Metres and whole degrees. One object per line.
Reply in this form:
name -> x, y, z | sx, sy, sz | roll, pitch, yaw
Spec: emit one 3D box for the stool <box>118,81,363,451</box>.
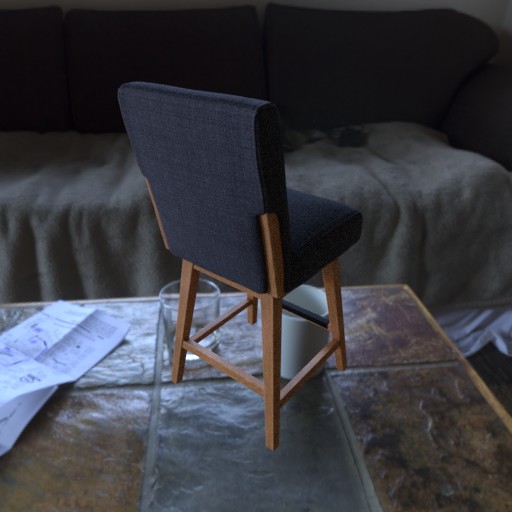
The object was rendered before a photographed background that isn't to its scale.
stool -> 0.000, 0.000, 1.339 | 0.459, 1.010, 0.526 | 22, 36, 33
